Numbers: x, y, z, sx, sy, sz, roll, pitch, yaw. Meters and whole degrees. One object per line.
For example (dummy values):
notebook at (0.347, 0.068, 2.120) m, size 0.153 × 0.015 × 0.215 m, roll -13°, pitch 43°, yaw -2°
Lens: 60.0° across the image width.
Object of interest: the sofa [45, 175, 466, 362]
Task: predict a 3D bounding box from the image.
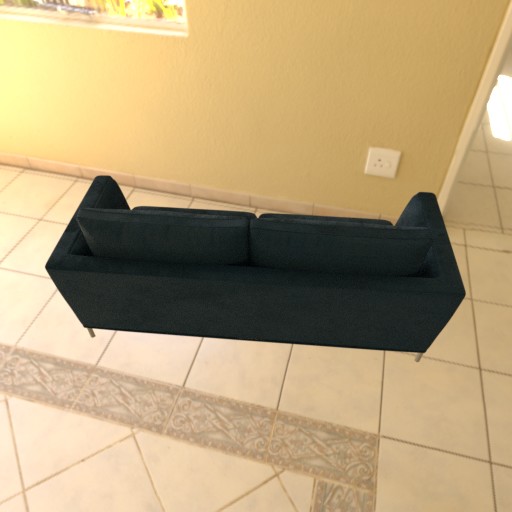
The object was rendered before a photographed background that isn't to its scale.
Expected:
sofa at (0.000, 0.000, 2.759) m, size 2.212 × 0.998 × 0.853 m, roll 4°, pitch 46°, yaw 3°
